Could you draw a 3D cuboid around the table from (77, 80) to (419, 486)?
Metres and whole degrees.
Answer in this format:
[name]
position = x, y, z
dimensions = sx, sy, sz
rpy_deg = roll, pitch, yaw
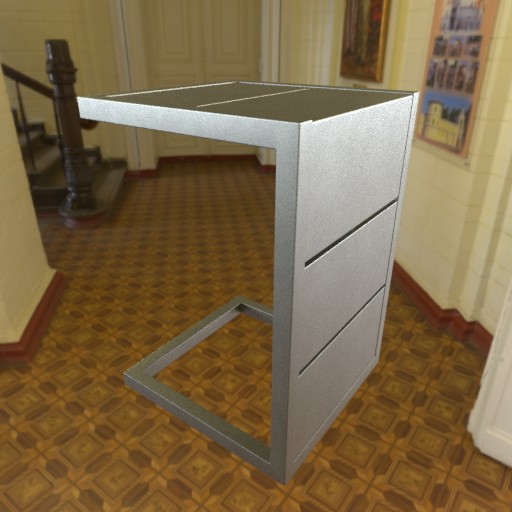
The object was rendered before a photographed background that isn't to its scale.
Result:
[table]
position = 0.000, 0.000, 0.882
dimensions = 0.420, 0.609, 0.405
rpy_deg = 18, 31, 32
